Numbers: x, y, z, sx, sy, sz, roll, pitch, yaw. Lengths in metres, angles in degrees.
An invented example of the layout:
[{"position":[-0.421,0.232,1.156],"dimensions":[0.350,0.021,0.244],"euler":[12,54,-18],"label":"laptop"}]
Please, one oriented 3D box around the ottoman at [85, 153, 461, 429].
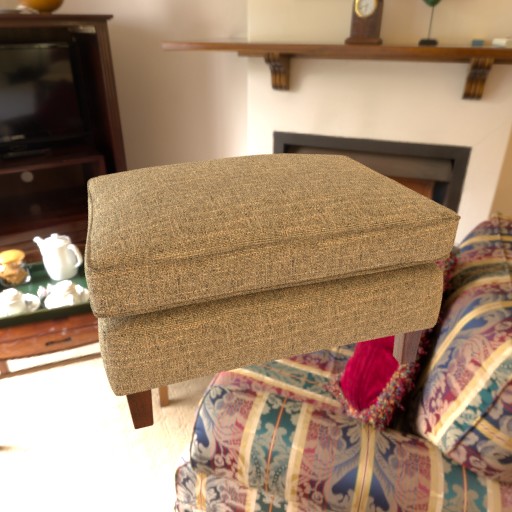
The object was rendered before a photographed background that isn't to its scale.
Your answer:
[{"position":[0.000,0.000,0.993],"dimensions":[0.686,0.406,0.508],"euler":[-8,28,-16],"label":"ottoman"}]
